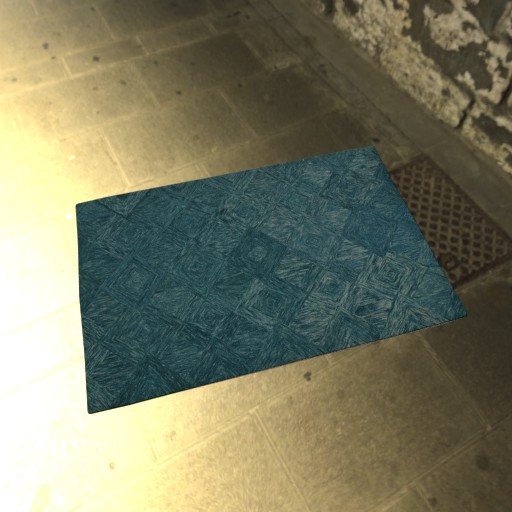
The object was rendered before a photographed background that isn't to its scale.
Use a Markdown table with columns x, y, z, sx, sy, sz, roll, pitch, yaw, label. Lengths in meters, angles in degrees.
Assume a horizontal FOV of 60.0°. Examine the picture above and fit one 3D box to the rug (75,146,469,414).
| x | y | z | sx | sy | sz | roll | pitch | yaw | label |
| --- | --- | --- | --- | --- | --- | --- | --- | --- | --- |
| 0.000 | 0.000 | 2.205 | 1.728 | 0.017 | 1.136 | -13 | 59 | -8 | rug |
